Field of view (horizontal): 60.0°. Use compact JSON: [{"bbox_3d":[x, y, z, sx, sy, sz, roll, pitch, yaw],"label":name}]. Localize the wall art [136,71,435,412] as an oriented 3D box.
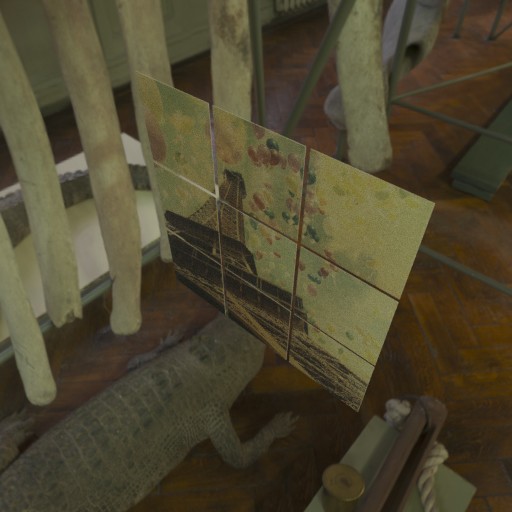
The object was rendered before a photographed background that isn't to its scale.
[{"bbox_3d":[0.000,0.000,2.306,1.517,1.505,0.002,32,54,27],"label":"wall art"}]
